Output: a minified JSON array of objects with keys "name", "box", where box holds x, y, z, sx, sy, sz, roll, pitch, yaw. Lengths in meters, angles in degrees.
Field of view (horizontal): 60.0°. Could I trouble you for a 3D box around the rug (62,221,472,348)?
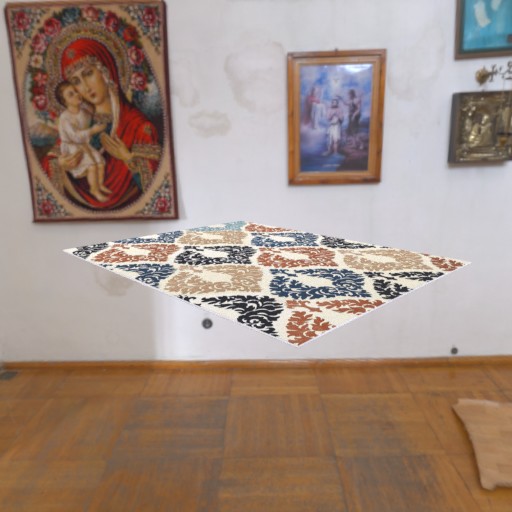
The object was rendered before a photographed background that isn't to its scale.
[{"name":"rug","box":[0.000,0.000,4.174,2.423,0.014,3.040,-14,20,-43]}]
